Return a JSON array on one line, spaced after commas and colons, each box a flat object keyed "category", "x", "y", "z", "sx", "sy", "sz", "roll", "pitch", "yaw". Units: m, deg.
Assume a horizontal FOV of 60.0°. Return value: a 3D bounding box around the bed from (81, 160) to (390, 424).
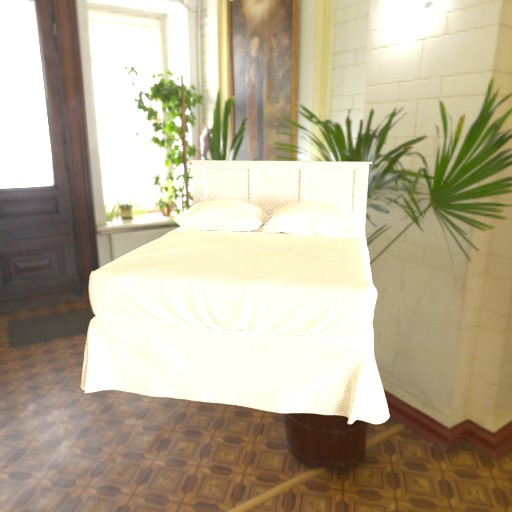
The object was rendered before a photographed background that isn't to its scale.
[{"category": "bed", "x": 0.000, "y": 0.000, "z": 3.239, "sx": 1.876, "sy": 1.269, "sz": 2.047, "roll": 3, "pitch": 15, "yaw": 11}]
